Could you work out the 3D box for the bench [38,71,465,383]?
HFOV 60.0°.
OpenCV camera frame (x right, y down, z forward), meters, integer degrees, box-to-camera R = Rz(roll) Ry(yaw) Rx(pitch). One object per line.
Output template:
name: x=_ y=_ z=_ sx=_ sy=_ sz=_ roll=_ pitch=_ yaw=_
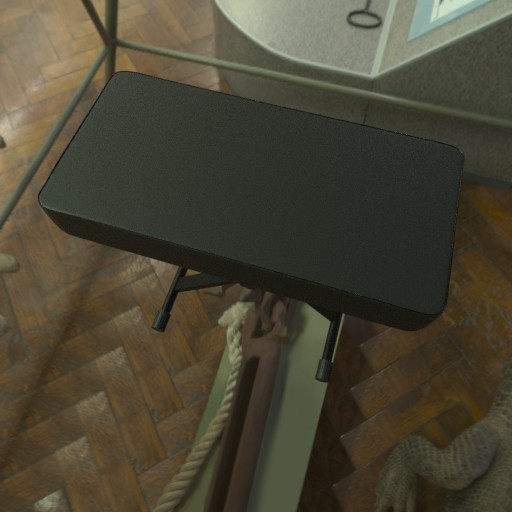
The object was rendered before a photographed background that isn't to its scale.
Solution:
bench: x=0.000 y=0.000 z=0.921 sx=0.600 sy=0.561 sz=0.300 roll=15 pitch=65 yaw=7
